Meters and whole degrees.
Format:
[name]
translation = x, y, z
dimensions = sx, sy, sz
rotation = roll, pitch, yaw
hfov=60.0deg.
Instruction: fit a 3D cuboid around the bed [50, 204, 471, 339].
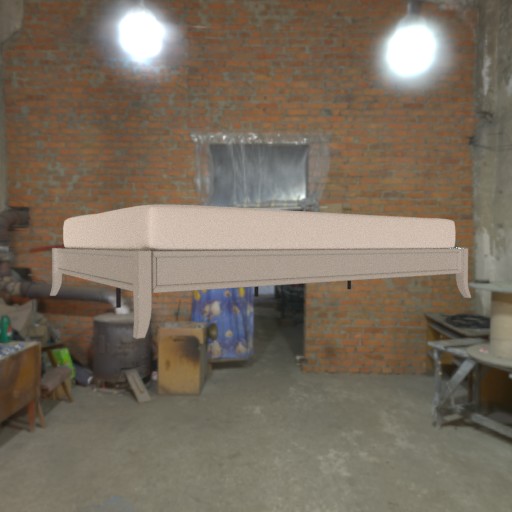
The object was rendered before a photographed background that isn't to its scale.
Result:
[bed]
translation = 0.000, 0.000, 2.775
dimensions = 2.108, 0.510, 1.604
rotation = -1, 2, -35
